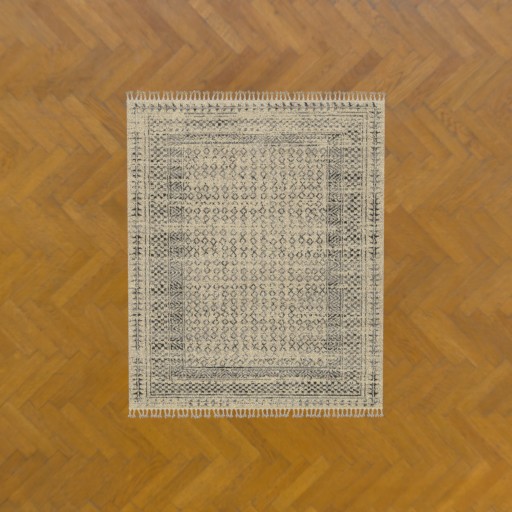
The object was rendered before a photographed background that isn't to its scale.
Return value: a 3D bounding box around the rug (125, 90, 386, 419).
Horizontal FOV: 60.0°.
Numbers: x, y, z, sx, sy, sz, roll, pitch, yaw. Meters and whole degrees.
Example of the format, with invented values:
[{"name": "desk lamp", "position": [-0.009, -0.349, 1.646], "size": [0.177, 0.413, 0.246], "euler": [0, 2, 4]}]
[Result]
[{"name": "rug", "position": [0.000, 0.000, 3.963], "size": [2.312, 0.013, 2.940], "euler": [0, 91, 0]}]
